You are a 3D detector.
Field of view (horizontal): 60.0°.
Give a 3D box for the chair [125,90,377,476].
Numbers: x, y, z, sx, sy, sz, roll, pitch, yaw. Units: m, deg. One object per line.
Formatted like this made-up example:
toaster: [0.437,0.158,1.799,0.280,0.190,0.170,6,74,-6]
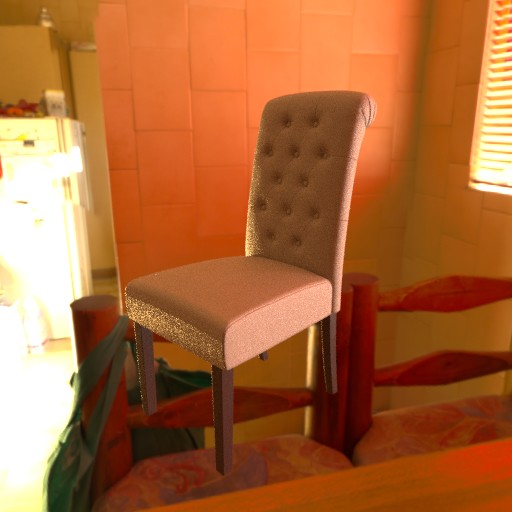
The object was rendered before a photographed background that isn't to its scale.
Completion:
chair: [0.000,0.000,1.394,0.456,1.006,0.671,15,21,43]
